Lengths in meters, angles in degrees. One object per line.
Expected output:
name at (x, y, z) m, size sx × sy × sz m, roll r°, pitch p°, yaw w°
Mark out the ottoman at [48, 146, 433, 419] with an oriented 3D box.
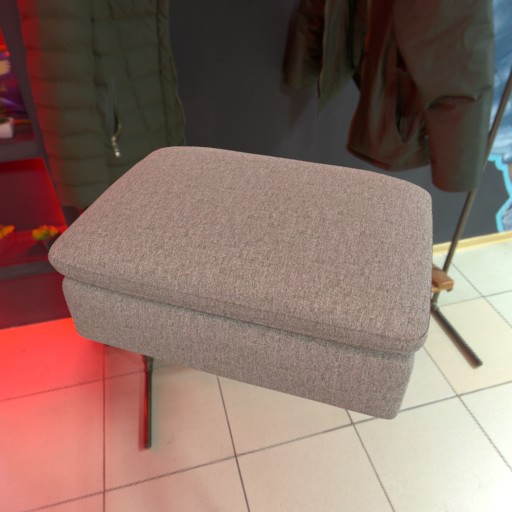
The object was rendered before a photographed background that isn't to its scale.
ottoman at (0.000, 0.000, 1.366) m, size 0.977 × 0.451 × 0.694 m, roll 11°, pitch 41°, yaw 13°
